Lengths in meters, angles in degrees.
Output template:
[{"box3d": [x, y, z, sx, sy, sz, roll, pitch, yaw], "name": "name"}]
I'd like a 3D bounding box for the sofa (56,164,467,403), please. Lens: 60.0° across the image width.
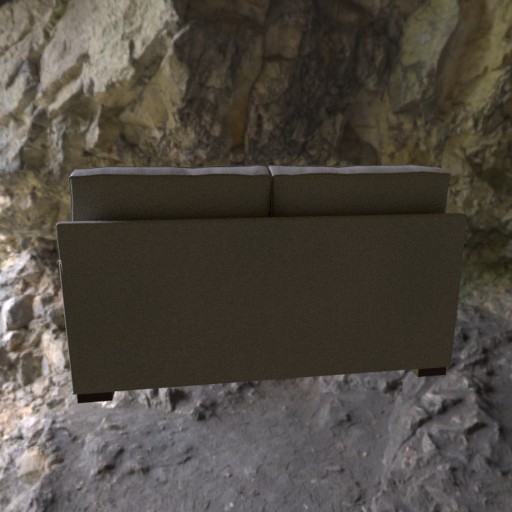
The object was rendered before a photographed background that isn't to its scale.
[{"box3d": [0.000, 0.000, 2.064, 1.484, 0.853, 0.940, -2, 14, -8], "name": "sofa"}]
